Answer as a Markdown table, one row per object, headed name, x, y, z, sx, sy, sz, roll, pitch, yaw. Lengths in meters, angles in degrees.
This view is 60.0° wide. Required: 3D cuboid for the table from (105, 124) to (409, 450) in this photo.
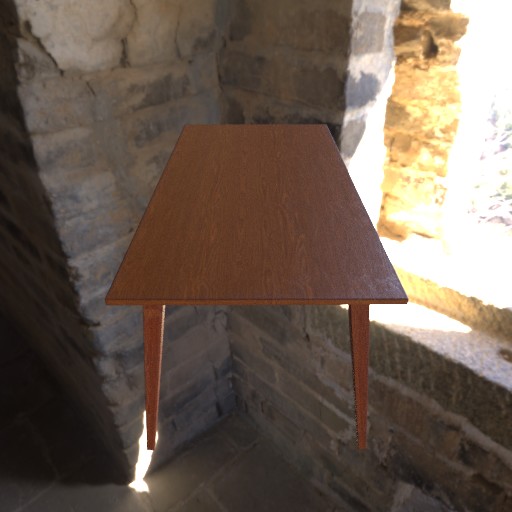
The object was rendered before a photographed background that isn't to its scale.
| name | x | y | z | sx | sy | sz | roll | pitch | yaw |
| --- | --- | --- | --- | --- | --- | --- | --- | --- | --- |
| table | 0.000 | 0.000 | 2.055 | 0.811 | 0.755 | 1.609 | 0 | 33 | 0 |
